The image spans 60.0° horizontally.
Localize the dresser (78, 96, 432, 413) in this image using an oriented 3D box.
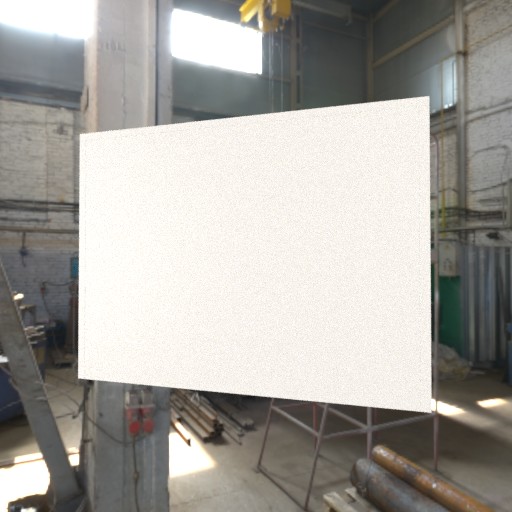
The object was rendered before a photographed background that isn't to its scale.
[{"bbox_3d":[0.000,0.000,1.536,1.100,0.820,0.460,0,-1,18],"label":"dresser"}]
